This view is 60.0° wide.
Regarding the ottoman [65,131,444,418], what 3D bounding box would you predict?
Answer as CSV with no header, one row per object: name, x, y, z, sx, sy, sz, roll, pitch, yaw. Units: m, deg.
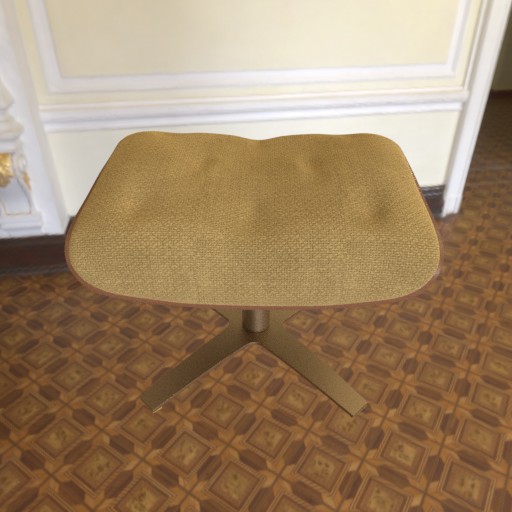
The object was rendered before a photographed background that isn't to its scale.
ottoman,0.000,0.000,0.809,0.520,0.391,0.394,1,32,2
